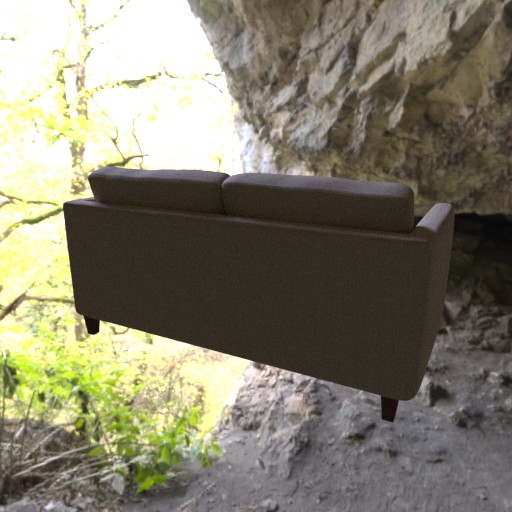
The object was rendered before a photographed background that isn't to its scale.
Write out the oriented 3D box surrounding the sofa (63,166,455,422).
[{"bbox_3d":[0.000,0.000,2.404,1.884,0.947,0.951,8,18,27],"label":"sofa"}]
